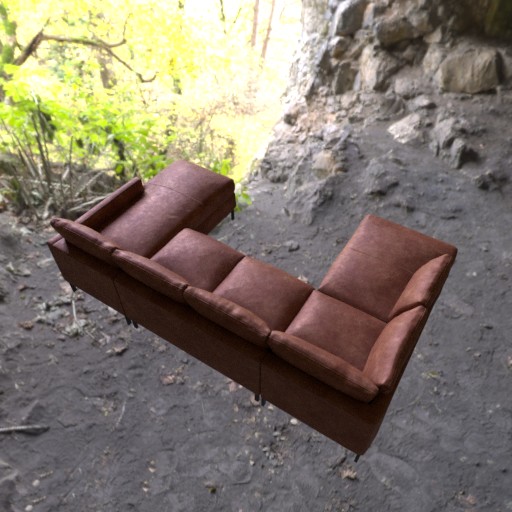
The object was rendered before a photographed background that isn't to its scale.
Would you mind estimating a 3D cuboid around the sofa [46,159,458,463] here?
[{"bbox_3d":[0.000,0.000,3.855,2.956,0.900,1.939,25,52,21],"label":"sofa"}]
